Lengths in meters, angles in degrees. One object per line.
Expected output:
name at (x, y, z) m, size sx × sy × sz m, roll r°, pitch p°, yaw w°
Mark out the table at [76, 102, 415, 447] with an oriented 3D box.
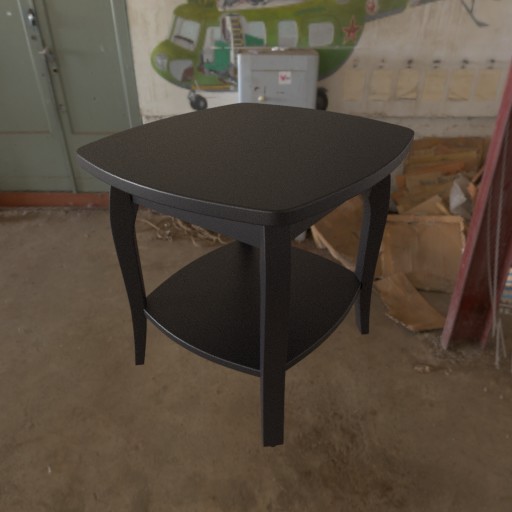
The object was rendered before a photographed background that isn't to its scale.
table at (0.000, 0.000, 0.859) m, size 0.457 × 0.457 × 0.508 m, roll 20°, pitch 36°, yaw 30°
